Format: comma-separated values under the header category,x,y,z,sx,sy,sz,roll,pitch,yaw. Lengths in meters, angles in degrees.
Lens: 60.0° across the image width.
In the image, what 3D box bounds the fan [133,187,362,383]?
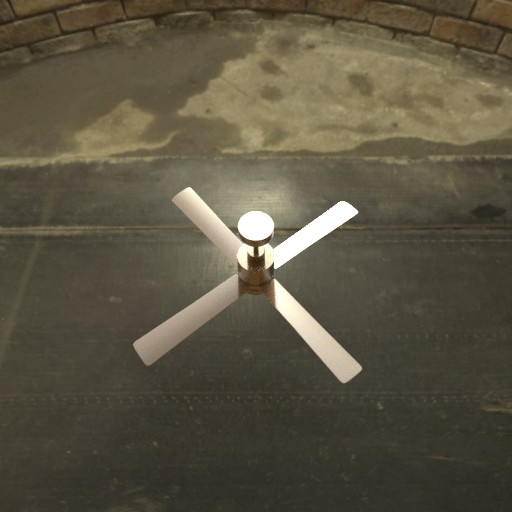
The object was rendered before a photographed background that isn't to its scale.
category,x,y,z,sx,sy,sz,roll,pitch,yaw
fan,0.000,0.000,2.347,1.525,0.539,1.525,-34,64,-20
